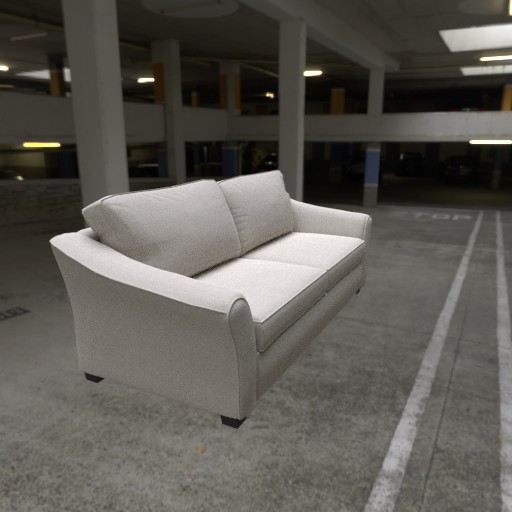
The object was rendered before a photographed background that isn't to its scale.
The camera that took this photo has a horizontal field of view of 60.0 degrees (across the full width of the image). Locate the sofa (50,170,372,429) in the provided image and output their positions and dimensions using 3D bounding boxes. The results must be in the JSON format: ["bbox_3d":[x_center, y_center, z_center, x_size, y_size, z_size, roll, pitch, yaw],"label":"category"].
[{"bbox_3d":[0.000,0.000,2.822,0.980,0.965,2.270,8,17,27],"label":"sofa"}]
